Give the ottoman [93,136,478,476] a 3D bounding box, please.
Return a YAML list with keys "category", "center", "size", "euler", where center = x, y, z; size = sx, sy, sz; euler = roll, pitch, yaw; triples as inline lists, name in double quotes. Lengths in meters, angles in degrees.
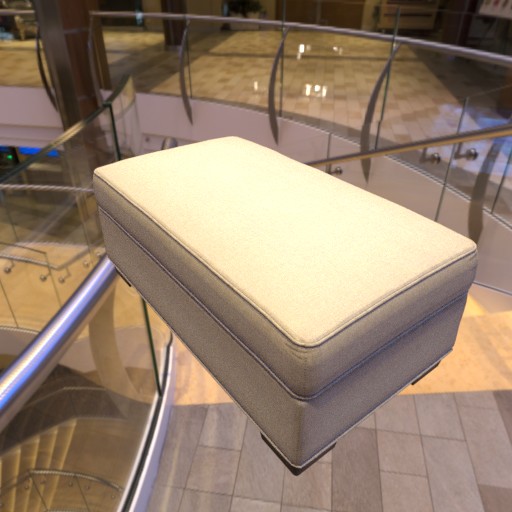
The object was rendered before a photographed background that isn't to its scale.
- category: "ottoman"
  center: [0.000, 0.000, 1.401]
  size: [0.617, 0.461, 1.097]
  euler: [-23, 40, -31]
